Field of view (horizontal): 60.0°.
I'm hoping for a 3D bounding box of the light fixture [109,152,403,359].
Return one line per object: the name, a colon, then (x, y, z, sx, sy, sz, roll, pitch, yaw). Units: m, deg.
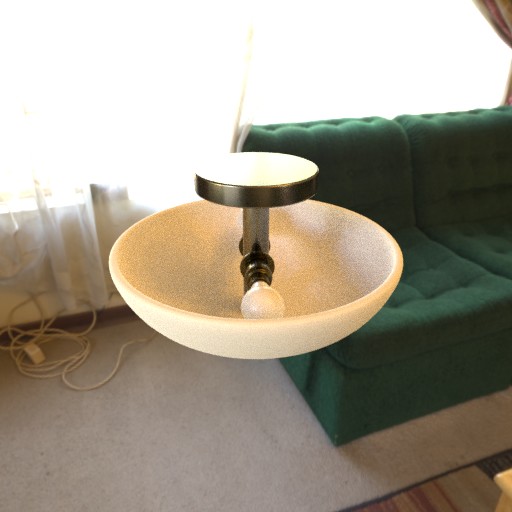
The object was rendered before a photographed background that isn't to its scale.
light fixture: (0.000, 0.000, 0.525, 0.330, 0.214, 0.330, 0, 27, 0)
